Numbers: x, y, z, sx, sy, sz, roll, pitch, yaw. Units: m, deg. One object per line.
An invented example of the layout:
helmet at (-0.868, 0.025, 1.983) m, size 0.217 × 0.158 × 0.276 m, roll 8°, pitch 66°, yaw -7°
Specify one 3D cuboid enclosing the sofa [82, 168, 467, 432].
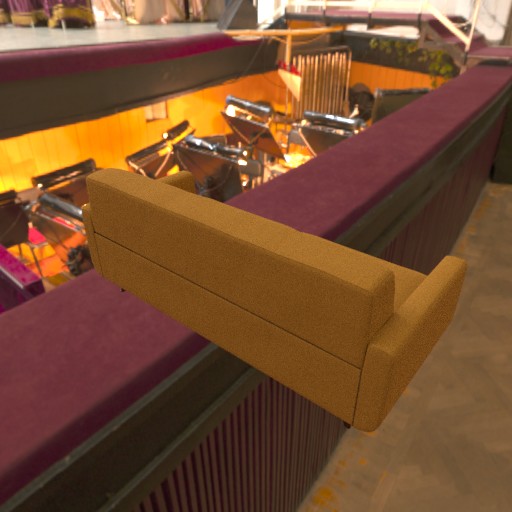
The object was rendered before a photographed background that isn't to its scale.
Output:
sofa at (0.000, 0.000, 2.521) m, size 2.029 × 0.841 × 0.909 m, roll 23°, pitch 38°, yaw 33°
